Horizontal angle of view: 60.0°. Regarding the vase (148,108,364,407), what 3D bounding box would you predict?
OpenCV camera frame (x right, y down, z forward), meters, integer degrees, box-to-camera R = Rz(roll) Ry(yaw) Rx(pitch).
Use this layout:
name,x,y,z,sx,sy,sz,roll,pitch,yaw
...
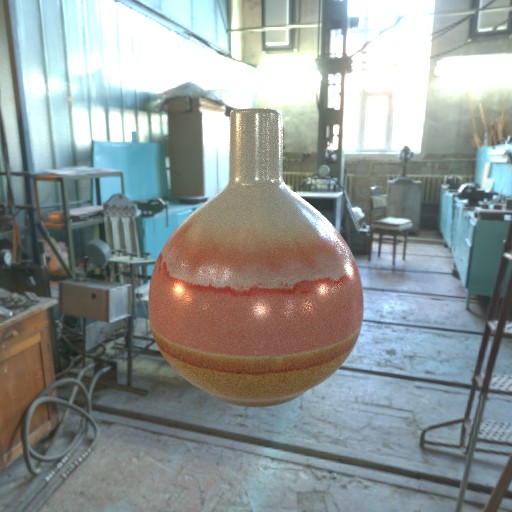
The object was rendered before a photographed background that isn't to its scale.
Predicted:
name,x,y,z,sx,sy,sz,roll,pitch,yaw
vase,0.000,0.000,0.281,0.137,0.176,0.137,0,14,0
